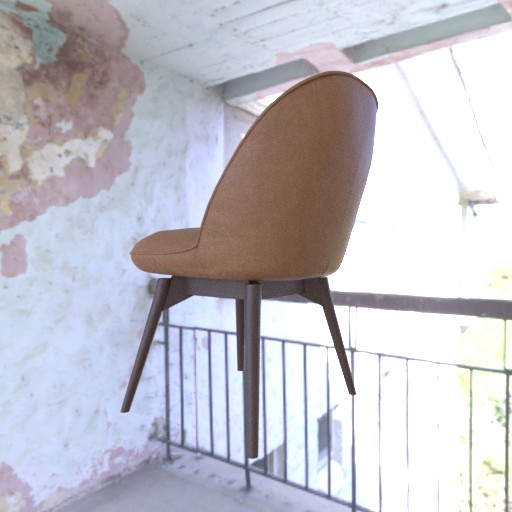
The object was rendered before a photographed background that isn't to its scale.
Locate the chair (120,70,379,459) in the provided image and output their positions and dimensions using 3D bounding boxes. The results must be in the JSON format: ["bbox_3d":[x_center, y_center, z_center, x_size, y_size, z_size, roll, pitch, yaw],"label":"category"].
[{"bbox_3d":[0.000,0.000,1.229,0.631,0.831,0.521,1,1,37],"label":"chair"}]
